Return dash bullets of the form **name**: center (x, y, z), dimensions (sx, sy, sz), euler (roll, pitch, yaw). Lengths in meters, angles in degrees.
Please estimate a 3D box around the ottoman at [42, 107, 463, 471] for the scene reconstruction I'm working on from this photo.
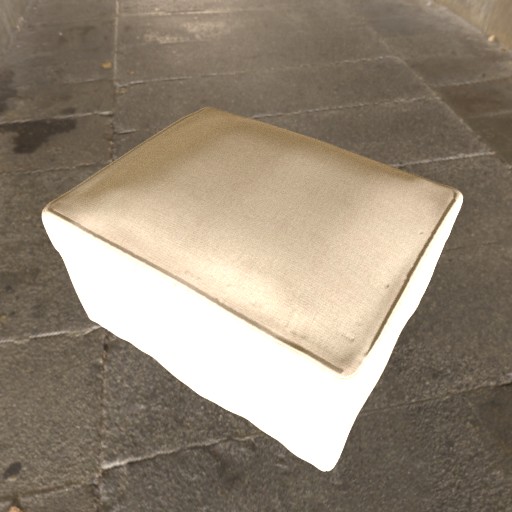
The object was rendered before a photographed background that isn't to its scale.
- **ottoman**: center (0.000, 0.000, 1.205), dimensions (0.833, 0.485, 0.650), euler (26, 51, 23)
